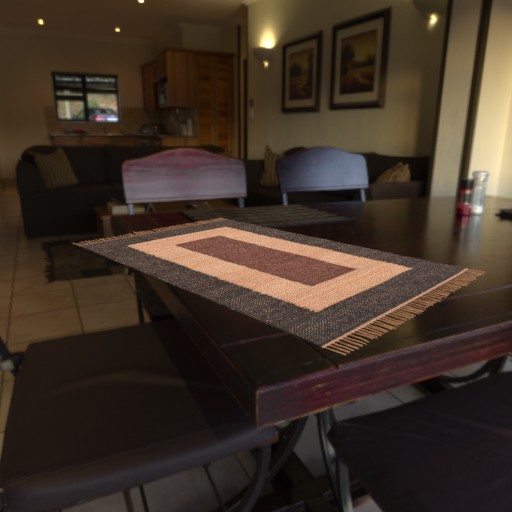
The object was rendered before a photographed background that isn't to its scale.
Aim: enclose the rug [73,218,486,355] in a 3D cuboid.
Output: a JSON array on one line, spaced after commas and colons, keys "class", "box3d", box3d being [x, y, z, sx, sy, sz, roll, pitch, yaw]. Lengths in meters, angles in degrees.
[{"class": "rug", "box3d": [0.000, 0.000, 1.874, 0.920, 0.013, 1.541, -15, 22, -43]}]
